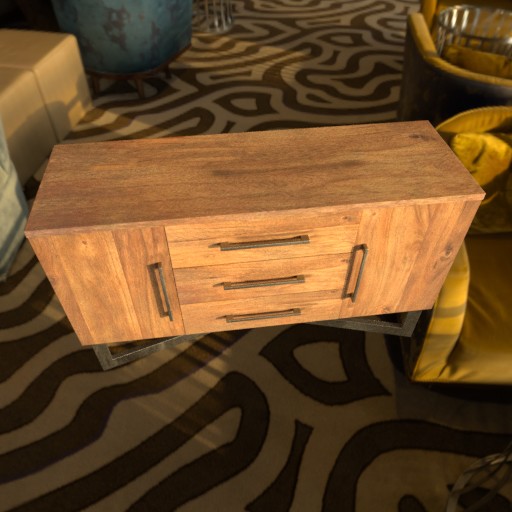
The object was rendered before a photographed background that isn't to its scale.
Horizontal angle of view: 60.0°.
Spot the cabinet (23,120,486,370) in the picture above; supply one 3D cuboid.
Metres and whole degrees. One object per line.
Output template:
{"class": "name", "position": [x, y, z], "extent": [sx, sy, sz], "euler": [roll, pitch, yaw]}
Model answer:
{"class": "cabinet", "position": [0.000, 0.000, 1.745], "extent": [1.373, 0.812, 0.480], "euler": [-5, 46, -5]}
